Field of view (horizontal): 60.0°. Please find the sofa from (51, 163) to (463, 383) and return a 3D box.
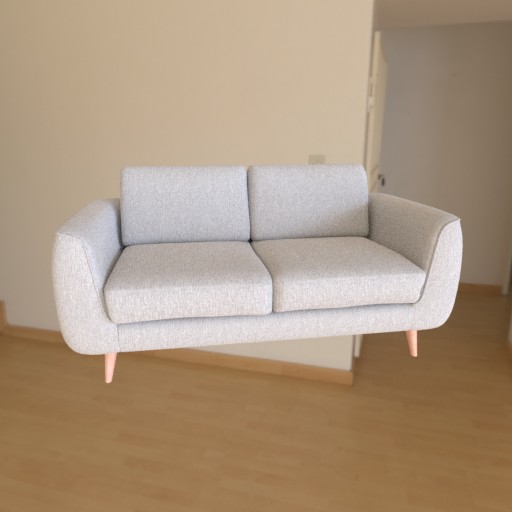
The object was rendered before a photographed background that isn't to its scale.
[{"bbox_3d":[0.000,0.000,2.196,1.700,0.850,0.920,-3,15,-9],"label":"sofa"}]
